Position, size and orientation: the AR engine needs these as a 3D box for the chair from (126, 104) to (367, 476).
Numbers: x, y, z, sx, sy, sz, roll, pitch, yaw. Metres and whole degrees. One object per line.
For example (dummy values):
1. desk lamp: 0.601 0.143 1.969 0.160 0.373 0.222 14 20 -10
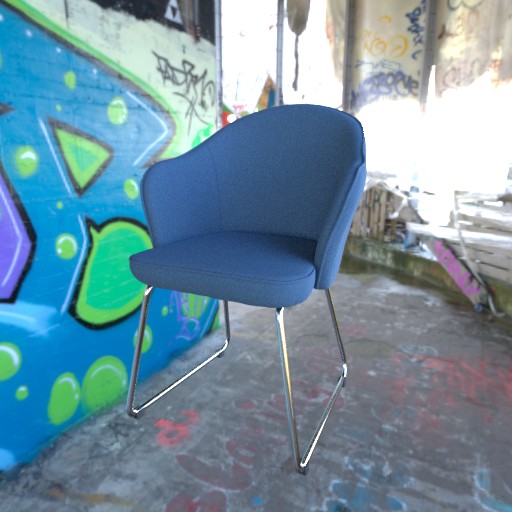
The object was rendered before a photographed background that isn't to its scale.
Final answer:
1. chair: 0.000 0.000 1.186 0.570 0.815 0.585 7 16 25
